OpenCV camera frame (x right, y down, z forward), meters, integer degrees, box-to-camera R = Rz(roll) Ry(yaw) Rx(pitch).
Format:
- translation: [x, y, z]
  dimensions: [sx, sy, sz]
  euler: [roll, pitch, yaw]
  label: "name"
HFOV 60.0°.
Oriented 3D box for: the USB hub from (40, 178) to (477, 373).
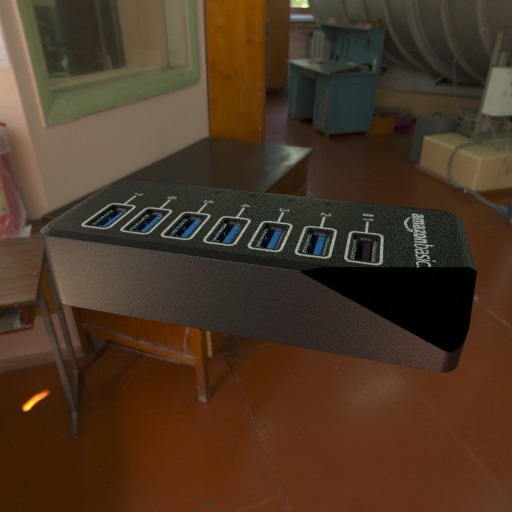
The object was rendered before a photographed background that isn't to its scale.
- translation: [0.000, 0.000, 0.127]
  dimensions: [0.110, 0.023, 0.044]
  euler: [8, 31, 13]
  label: "USB hub"
